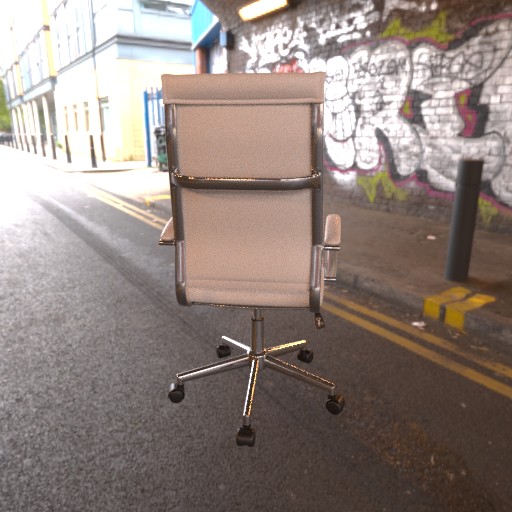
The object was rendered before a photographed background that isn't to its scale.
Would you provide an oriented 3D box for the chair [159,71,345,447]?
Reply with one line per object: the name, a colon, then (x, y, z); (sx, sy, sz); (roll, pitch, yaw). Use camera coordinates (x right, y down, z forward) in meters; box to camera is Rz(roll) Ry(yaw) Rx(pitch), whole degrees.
chair: (0.000, 0.000, 1.581); (0.679, 1.149, 0.679); (2, 16, 7)
